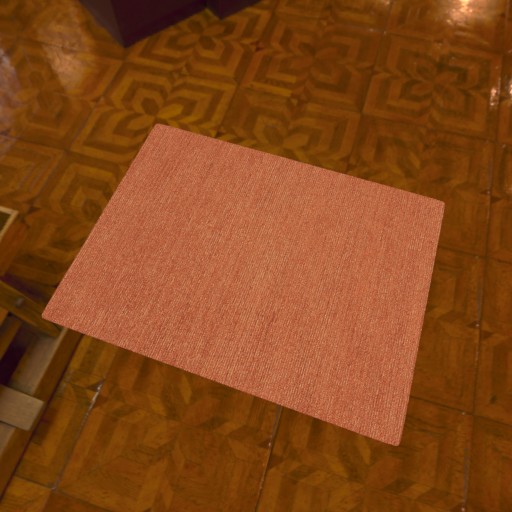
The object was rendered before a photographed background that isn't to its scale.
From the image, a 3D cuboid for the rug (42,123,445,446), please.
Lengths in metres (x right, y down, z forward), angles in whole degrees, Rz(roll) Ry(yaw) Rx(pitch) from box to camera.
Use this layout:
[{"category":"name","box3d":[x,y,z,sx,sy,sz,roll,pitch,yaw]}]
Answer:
[{"category":"rug","box3d":[0.000,0.000,2.764,2.112,0.009,1.594,17,64,9]}]
